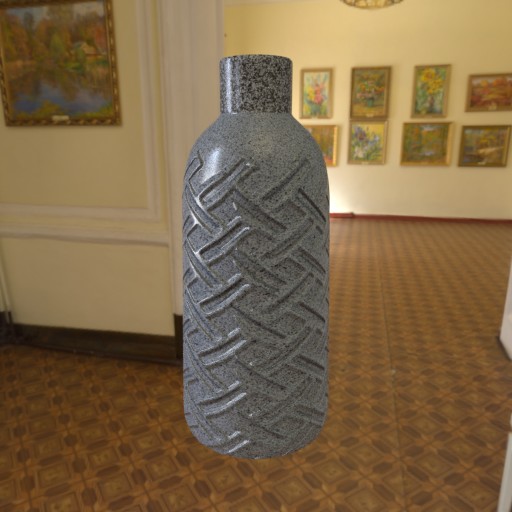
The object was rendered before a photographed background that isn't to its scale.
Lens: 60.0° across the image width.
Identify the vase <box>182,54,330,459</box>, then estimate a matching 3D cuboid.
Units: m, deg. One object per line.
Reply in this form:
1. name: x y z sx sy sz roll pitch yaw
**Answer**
1. vase: 0.000 0.000 0.346 0.122 0.282 0.122 0 15 0
